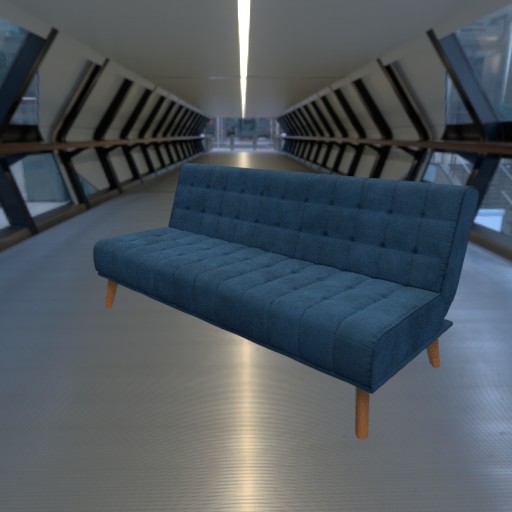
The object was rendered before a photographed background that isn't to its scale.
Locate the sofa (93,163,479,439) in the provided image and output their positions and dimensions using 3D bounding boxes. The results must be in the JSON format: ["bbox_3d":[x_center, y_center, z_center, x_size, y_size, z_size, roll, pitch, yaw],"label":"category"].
[{"bbox_3d":[0.000,0.000,2.272,1.804,0.813,0.855,14,22,41],"label":"sofa"}]
